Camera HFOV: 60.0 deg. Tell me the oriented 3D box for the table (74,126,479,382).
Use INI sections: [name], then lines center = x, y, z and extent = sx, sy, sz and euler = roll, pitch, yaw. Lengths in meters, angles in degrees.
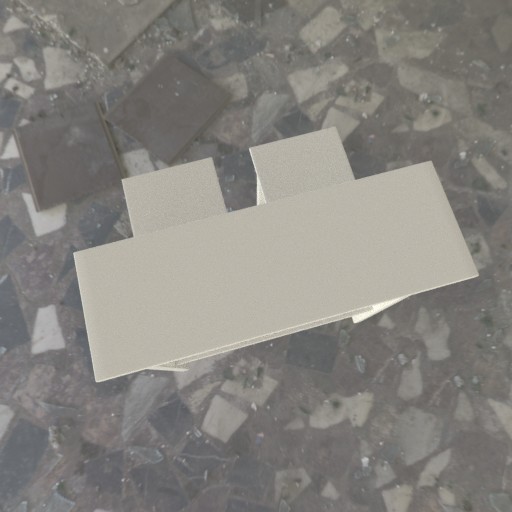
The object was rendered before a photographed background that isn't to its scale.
[table]
center = 0.000, 0.000, 1.609
extent = 0.915, 1.065, 0.650
euler = -15, 75, -4
